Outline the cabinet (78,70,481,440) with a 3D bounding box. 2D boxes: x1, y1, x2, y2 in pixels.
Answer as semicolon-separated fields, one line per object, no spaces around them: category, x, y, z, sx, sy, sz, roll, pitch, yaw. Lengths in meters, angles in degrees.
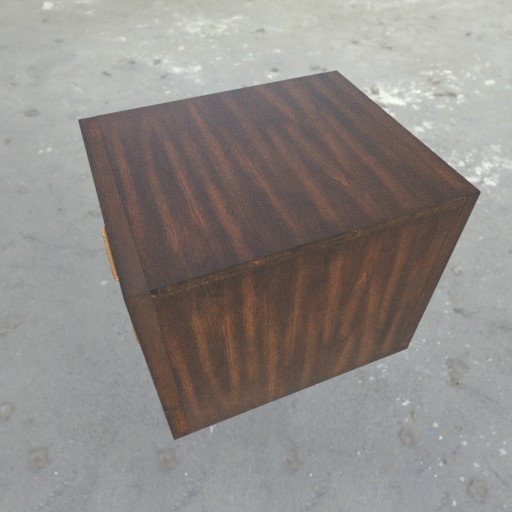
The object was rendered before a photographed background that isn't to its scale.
cabinet;0.000;0.000;0.833;0.500;0.455;0.402;-17;49;-15
